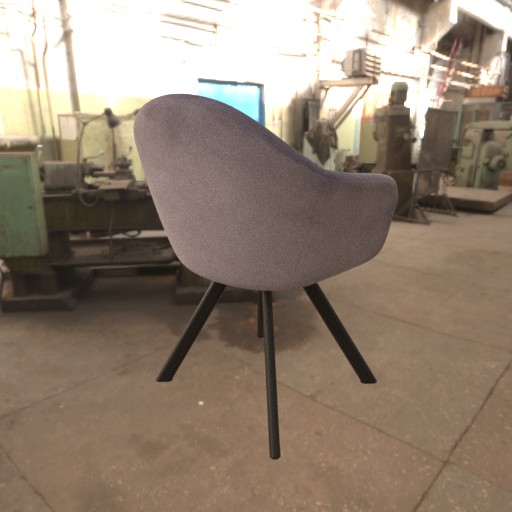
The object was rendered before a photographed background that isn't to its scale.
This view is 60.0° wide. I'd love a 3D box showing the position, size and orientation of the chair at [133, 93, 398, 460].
[{"bbox_3d":[0.000,0.000,1.165,0.570,0.780,0.540,15,22,42],"label":"chair"}]
